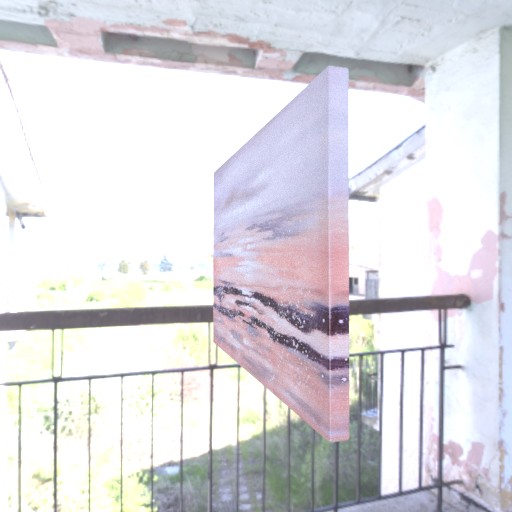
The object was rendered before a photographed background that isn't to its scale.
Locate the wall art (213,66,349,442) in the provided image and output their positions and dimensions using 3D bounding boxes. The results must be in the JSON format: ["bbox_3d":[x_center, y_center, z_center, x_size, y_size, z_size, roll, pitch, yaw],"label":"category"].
[{"bbox_3d":[0.000,0.000,1.154,0.038,0.609,0.913,0,-1,-17],"label":"wall art"}]
